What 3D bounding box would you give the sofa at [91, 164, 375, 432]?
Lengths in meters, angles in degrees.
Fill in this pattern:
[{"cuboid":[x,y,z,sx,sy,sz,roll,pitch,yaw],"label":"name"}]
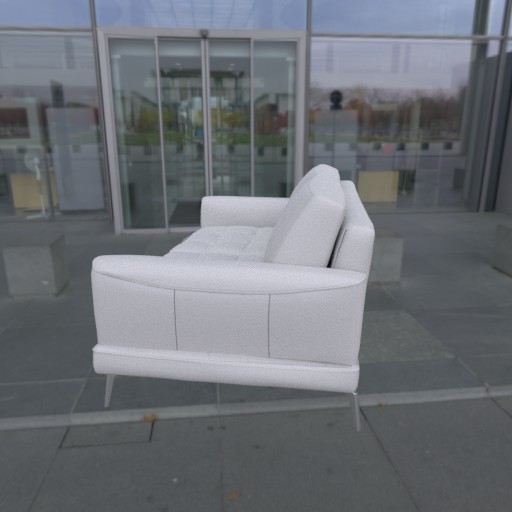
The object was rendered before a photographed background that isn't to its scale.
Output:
[{"cuboid":[0.000,0.000,2.498,1.121,0.930,1.819,2,16,9],"label":"sofa"}]
